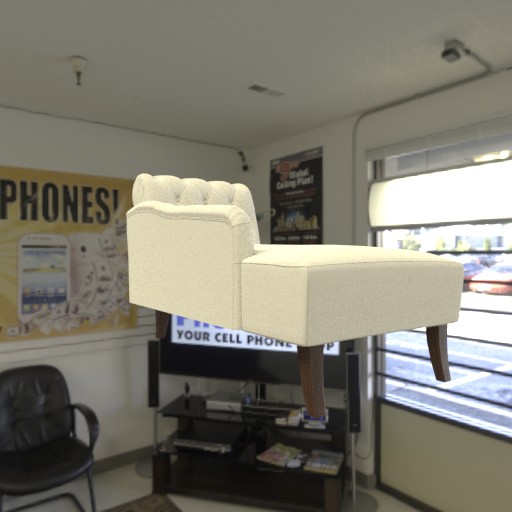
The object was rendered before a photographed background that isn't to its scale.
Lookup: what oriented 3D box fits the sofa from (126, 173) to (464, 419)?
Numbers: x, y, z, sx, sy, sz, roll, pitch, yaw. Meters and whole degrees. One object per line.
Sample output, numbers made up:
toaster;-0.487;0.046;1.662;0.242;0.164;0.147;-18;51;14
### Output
sofa;0.000;0.000;1.778;0.675;0.787;1.379;0;0;-35
